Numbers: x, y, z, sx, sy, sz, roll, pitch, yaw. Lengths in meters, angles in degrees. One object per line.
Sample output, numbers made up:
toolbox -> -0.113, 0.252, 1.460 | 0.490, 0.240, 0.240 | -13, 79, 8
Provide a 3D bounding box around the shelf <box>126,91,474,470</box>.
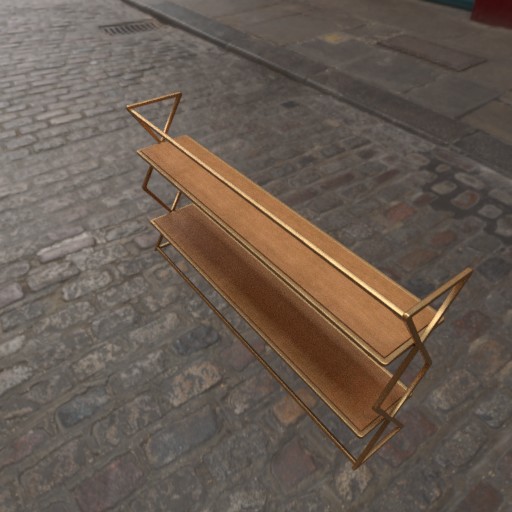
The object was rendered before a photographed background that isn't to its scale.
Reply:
shelf -> 0.000, 0.000, 0.984 | 0.150, 0.450, 0.822 | -27, 48, -27
